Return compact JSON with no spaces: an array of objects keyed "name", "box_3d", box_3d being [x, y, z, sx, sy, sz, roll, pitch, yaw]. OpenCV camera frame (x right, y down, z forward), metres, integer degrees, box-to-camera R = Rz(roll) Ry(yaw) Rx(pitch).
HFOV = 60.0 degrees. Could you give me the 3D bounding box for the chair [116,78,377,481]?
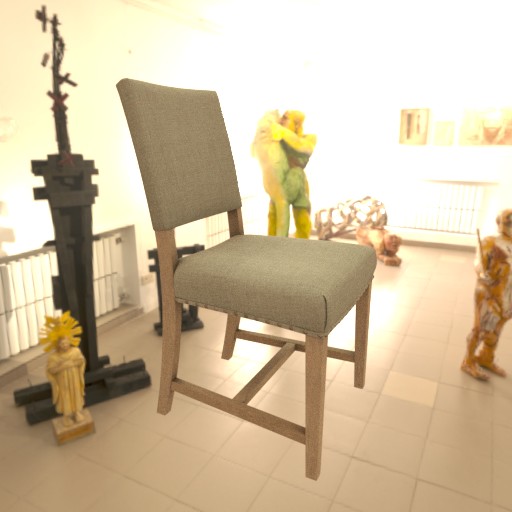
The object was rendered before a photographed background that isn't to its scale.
[{"name":"chair","box_3d":[0.000,0.000,1.334,0.622,0.986,0.508,8,18,26]}]
